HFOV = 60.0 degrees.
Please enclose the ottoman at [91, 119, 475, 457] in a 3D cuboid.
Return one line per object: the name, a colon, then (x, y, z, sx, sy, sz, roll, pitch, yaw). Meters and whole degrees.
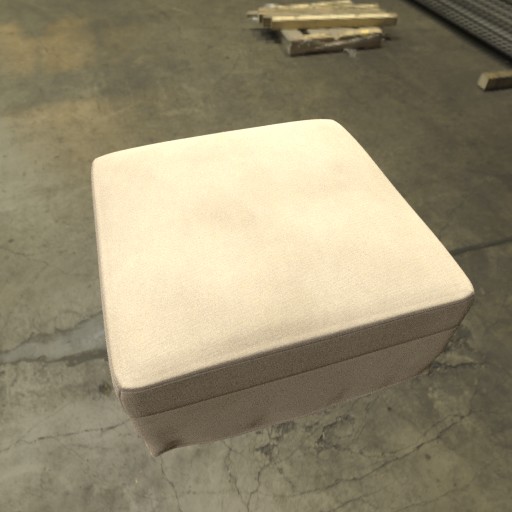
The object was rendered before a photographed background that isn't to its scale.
ottoman: (0.000, 0.000, 1.309, 0.843, 0.441, 0.842, -13, 48, -12)
